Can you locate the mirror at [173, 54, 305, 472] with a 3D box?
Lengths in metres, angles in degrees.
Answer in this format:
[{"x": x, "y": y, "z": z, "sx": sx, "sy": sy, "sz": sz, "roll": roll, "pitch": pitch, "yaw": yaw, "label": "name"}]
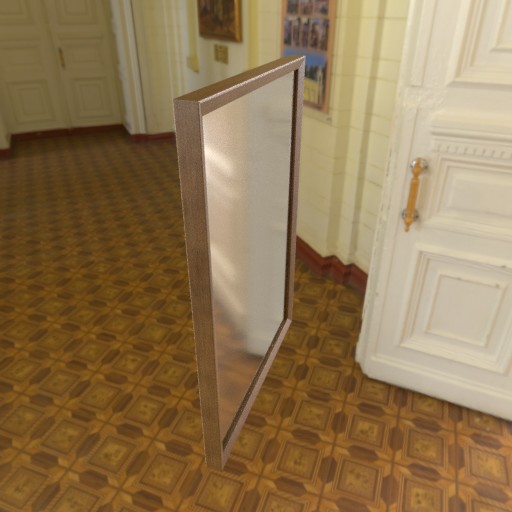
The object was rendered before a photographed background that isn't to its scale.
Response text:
[{"x": 0.000, "y": 0.000, "z": 0.914, "sx": 0.039, "sy": 0.711, "sz": 0.508, "roll": 10, "pitch": 32, "yaw": 17, "label": "mirror"}]
